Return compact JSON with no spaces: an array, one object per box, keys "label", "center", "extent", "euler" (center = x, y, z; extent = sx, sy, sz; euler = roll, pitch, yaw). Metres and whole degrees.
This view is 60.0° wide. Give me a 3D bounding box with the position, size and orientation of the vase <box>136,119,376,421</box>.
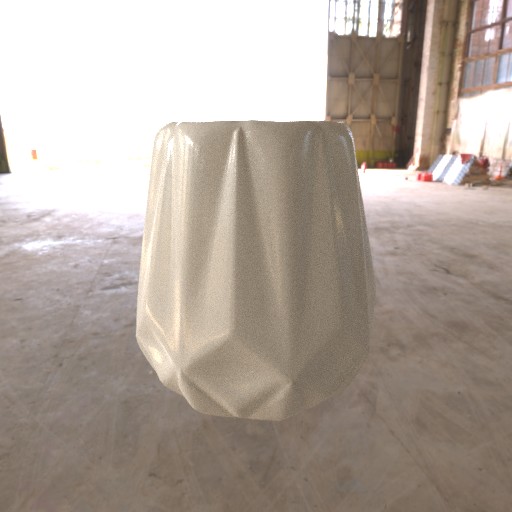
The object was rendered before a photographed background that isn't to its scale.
[{"label":"vase","center":[0.000,0.000,0.262],"extent":[0.141,0.152,0.141],"euler":[0,15,0]}]
